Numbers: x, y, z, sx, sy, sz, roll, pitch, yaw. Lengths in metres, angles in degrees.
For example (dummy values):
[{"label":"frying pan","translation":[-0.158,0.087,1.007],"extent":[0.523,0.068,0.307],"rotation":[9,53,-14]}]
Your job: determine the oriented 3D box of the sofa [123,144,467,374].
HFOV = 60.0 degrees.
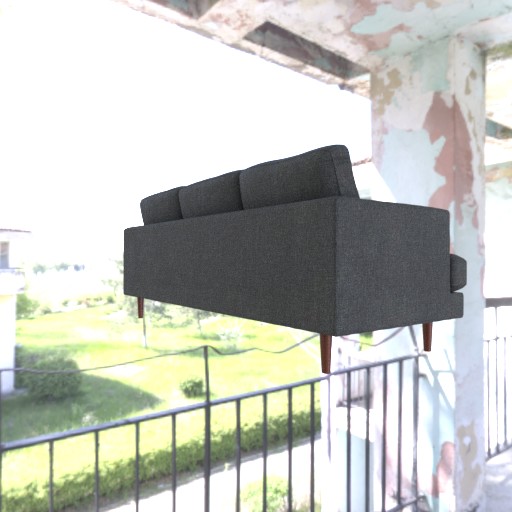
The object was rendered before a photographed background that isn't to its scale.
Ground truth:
[{"label":"sofa","translation":[0.000,0.000,2.752],"extent":[0.903,0.930,2.246],"rotation":[0,0,-36]}]
